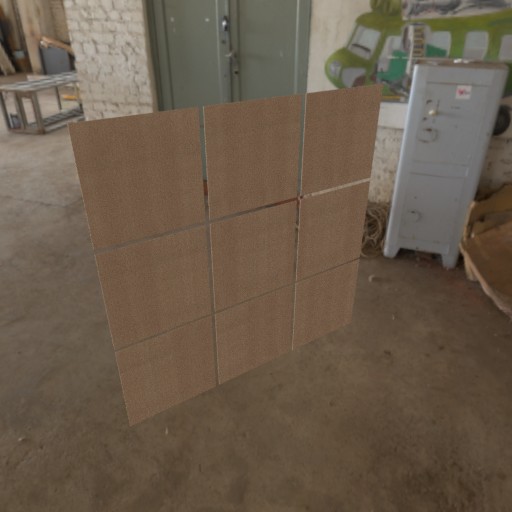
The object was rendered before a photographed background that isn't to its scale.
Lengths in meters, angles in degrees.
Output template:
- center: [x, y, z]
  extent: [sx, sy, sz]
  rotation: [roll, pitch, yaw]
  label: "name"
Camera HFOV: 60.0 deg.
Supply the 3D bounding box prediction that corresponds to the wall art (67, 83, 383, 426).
- center: [0.000, 0.000, 2.225]
  extent: [1.517, 1.505, 0.002]
  rotation: [-18, 35, -28]
  label: "wall art"
